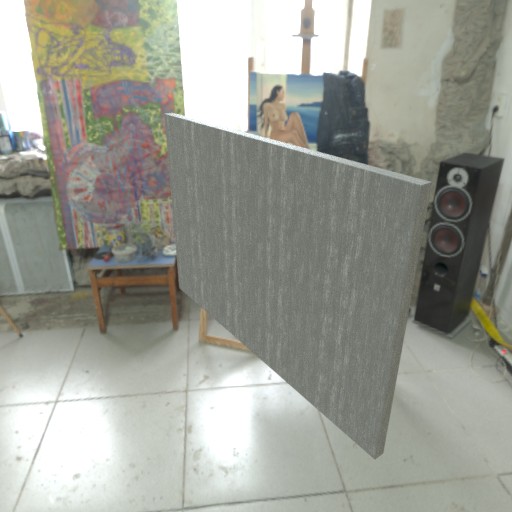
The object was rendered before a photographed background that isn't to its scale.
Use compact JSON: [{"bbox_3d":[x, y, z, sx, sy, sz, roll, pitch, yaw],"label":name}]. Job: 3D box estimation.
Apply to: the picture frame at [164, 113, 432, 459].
[{"bbox_3d":[0.000,0.000,1.213,0.029,0.640,0.950,-18,31,-32],"label":"picture frame"}]
